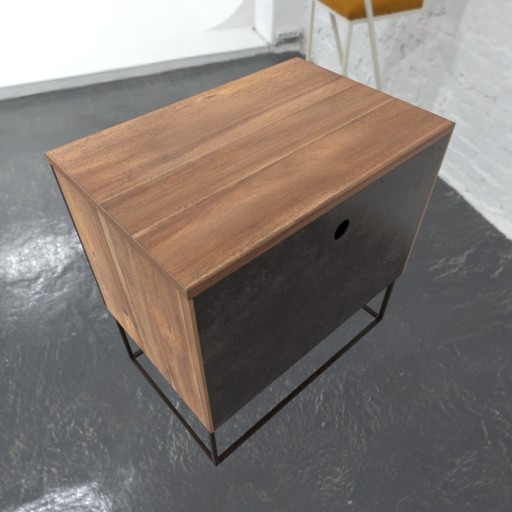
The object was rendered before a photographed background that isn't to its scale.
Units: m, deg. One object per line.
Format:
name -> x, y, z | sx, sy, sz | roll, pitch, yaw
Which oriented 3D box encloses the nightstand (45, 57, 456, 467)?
nightstand -> 0.000, 0.000, 1.000 | 0.605, 0.611, 0.427 | -33, 54, -28
